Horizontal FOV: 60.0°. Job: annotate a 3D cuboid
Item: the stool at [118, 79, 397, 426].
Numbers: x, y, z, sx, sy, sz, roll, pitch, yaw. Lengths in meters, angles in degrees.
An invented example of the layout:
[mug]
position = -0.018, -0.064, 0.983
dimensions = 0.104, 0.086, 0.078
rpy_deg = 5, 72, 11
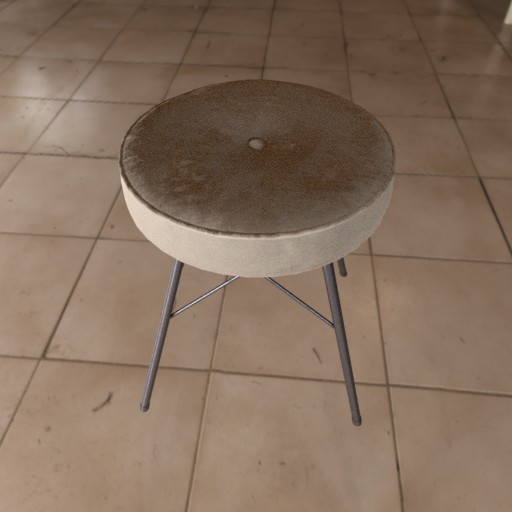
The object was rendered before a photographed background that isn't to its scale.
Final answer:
[stool]
position = 0.000, 0.000, 0.849
dimensions = 0.457, 0.538, 0.423
rpy_deg = 3, 47, 3
